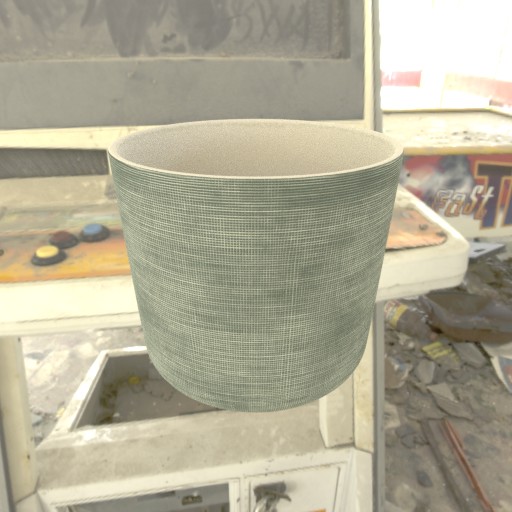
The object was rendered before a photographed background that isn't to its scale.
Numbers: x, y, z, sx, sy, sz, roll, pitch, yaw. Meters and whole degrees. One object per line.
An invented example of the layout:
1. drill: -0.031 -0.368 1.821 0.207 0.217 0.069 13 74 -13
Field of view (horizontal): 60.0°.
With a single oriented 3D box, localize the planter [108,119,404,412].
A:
1. planter: 0.000 0.000 0.772 0.440 0.398 0.440 0 25 0
